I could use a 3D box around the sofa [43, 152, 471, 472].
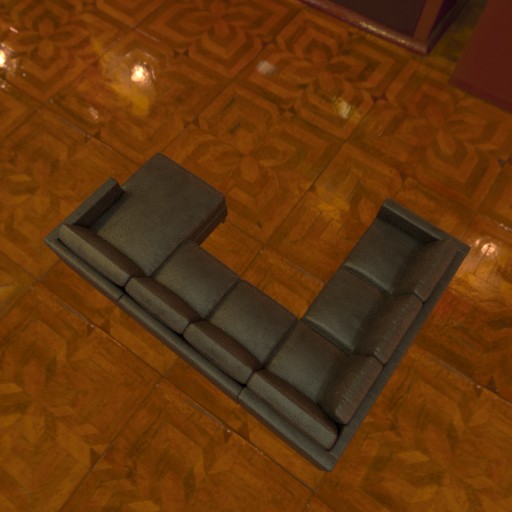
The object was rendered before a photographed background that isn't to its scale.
[{"bbox_3d":[0.000,0.000,4.509,3.324,0.891,2.452,35,70,15],"label":"sofa"}]
